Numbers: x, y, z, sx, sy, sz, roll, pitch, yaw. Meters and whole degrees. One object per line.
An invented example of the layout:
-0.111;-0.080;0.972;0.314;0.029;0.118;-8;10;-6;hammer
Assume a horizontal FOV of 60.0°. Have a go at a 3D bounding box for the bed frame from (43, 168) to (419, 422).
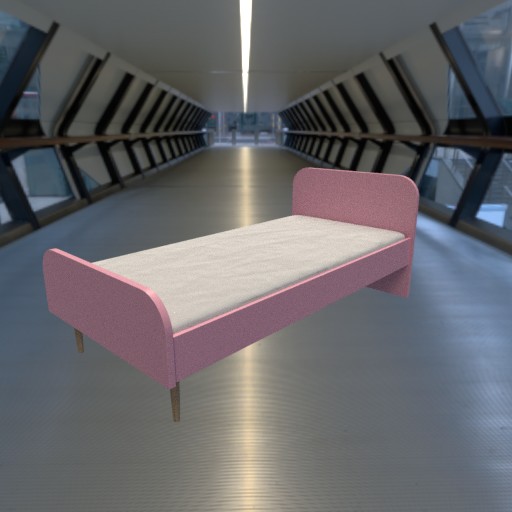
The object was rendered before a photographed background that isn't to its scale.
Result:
0.000;0.000;2.525;0.998;0.805;1.963;15;22;41;bed frame
